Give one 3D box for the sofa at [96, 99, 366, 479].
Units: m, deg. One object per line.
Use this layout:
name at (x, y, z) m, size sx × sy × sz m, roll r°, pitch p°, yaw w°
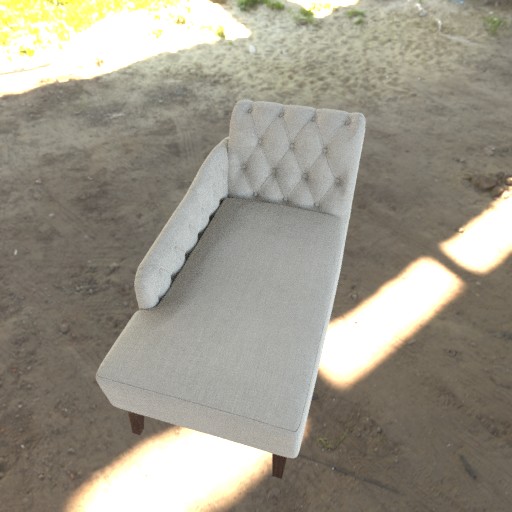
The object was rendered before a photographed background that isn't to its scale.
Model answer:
sofa at (0.000, 0.000, 1.811) m, size 0.675 × 0.787 × 1.379 m, roll 11°, pitch 42°, yaw 13°
